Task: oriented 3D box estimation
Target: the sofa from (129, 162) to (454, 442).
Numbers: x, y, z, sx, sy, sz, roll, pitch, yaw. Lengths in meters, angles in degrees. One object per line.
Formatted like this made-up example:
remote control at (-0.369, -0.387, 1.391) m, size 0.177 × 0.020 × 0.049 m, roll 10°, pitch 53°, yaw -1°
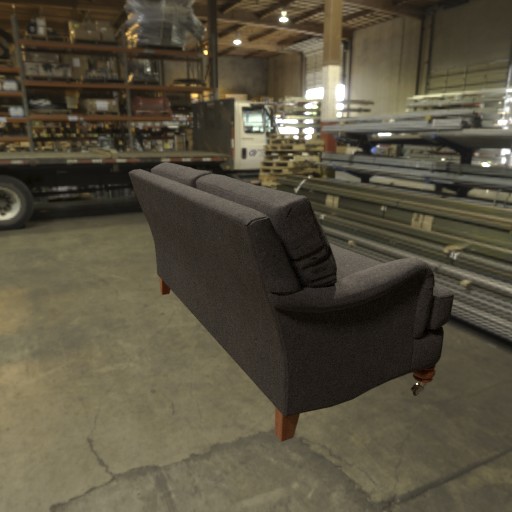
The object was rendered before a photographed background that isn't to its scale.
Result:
sofa at (0.000, 0.000, 2.749) m, size 1.087 × 1.054 × 2.160 m, roll -8°, pitch 18°, yaw -25°
